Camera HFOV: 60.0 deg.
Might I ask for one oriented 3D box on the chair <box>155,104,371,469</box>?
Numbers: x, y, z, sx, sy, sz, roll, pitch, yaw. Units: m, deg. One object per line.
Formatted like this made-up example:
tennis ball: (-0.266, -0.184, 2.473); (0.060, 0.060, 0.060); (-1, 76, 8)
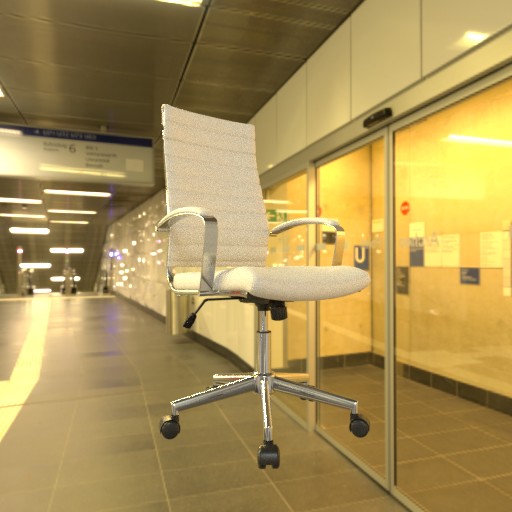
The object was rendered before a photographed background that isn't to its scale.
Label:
chair: (0.000, 0.000, 1.553); (0.679, 1.149, 0.679); (1, -1, -37)
